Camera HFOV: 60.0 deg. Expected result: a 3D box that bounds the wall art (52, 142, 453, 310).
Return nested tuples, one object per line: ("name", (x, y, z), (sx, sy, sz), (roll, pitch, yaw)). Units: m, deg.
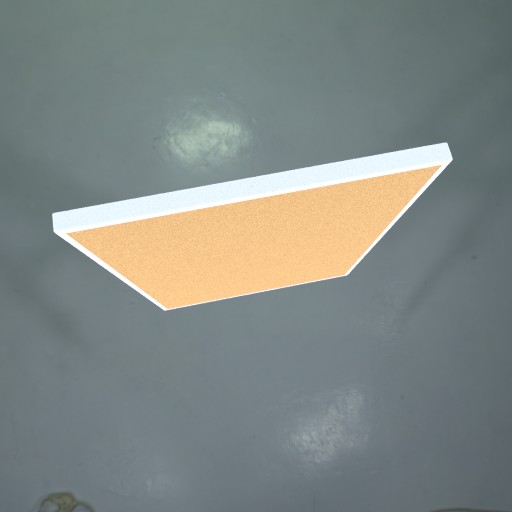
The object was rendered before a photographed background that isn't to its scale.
("wall art", (0.000, 0.000, 1.590), (0.914, 1.221, 0.046), (-11, 75, -3))
